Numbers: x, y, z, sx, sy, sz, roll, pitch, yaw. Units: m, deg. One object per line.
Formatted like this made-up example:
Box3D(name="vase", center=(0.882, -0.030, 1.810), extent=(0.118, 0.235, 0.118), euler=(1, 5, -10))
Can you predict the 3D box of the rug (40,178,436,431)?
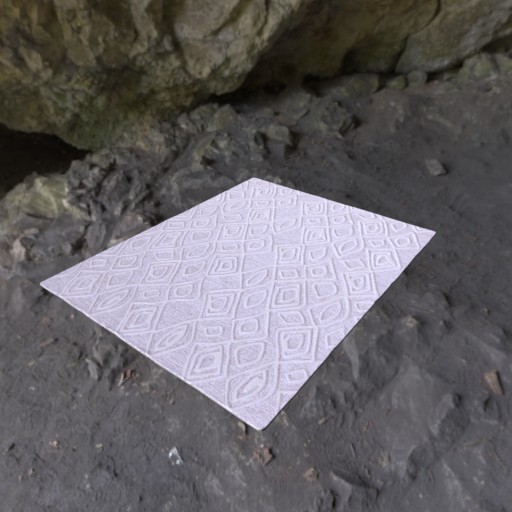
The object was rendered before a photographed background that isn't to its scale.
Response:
Box3D(name="rug", center=(0.000, 0.000, 4.256), extent=(2.449, 0.025, 3.049), euler=(22, 39, 31))
